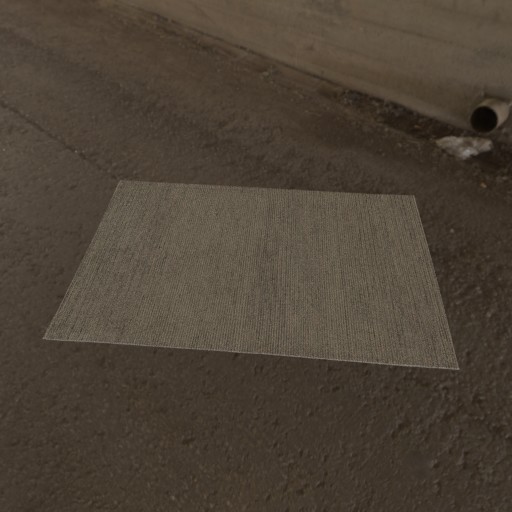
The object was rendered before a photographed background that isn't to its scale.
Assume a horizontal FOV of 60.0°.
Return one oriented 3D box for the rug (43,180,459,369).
[{"bbox_3d":[0.000,0.000,2.258,1.773,0.021,1.149,4,46,4],"label":"rug"}]
